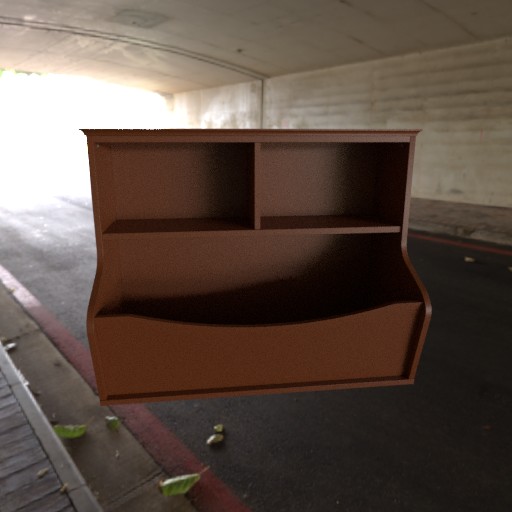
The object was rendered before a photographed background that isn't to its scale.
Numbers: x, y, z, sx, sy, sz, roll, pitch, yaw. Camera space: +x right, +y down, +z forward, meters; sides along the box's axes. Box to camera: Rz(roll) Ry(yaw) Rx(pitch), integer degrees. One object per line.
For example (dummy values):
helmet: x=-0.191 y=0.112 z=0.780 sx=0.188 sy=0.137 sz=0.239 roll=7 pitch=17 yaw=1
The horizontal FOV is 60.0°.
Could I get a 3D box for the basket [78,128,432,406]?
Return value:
basket: x=0.000 y=0.000 z=1.135 sx=0.792 sy=0.625 sz=0.376 roll=-2 pitch=15 yaw=-7
